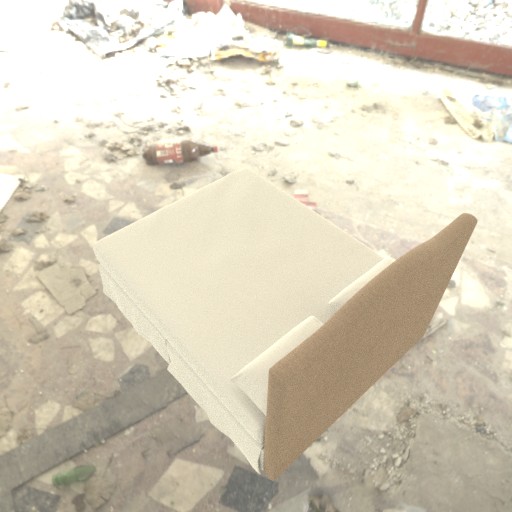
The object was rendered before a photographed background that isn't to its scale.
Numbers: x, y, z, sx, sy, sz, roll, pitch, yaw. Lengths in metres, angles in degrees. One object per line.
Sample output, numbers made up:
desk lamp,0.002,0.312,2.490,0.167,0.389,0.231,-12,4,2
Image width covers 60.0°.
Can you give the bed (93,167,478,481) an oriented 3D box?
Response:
bed,0.000,0.000,3.414,1.821,1.436,2.282,-32,54,-27
